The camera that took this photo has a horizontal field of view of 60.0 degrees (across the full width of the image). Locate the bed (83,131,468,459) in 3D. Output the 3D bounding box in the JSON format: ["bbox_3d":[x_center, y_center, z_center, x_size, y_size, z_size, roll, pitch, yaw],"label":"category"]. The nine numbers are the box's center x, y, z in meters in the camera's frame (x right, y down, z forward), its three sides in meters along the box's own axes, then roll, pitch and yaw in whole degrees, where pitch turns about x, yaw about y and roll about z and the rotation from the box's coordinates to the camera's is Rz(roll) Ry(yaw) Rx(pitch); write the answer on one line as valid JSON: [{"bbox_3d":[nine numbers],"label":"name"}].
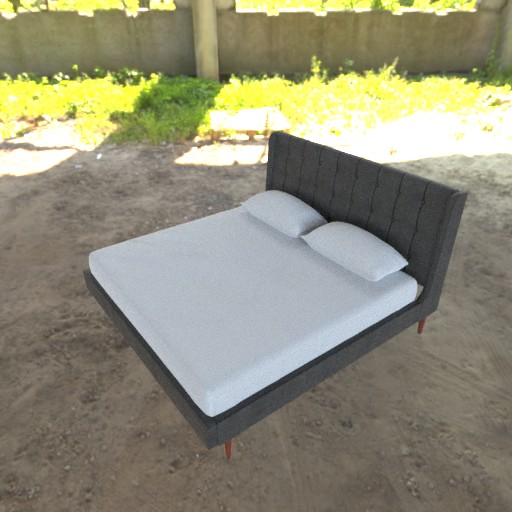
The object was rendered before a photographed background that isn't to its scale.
[{"bbox_3d":[0.000,0.000,2.647,1.638,0.933,1.531,-21,36,-31],"label":"bed"}]
